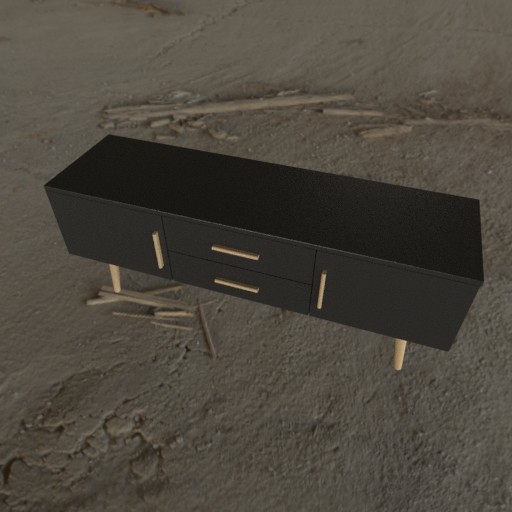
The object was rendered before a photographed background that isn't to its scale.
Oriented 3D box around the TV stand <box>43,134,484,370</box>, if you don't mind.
[{"bbox_3d":[0.000,0.000,1.548,1.312,0.518,0.390,13,44,14],"label":"TV stand"}]
